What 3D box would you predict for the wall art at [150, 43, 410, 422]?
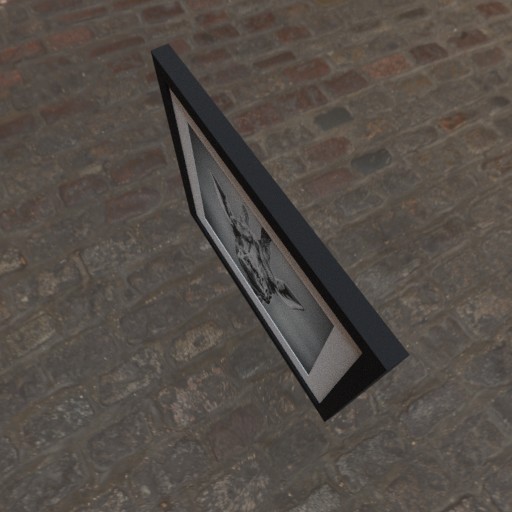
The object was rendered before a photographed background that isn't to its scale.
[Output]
[{"bbox_3d":[0.000,0.000,0.766,0.031,0.457,0.558,-29,67,-14],"label":"wall art"}]
